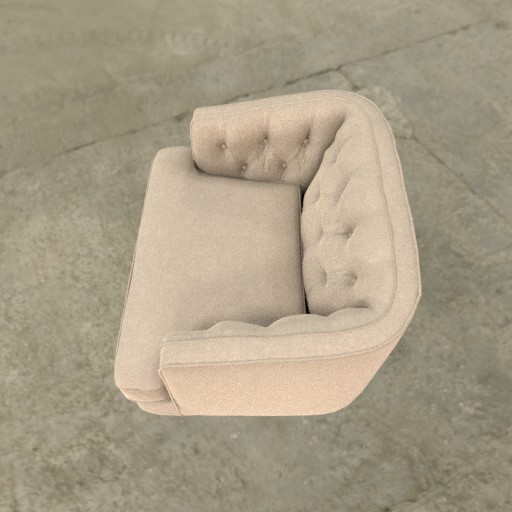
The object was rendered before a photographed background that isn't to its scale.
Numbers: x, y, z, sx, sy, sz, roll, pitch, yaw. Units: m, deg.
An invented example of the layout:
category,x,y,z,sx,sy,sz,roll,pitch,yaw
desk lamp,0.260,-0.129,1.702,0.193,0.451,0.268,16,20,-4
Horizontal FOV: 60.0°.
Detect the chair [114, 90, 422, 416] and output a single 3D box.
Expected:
category,x,y,z,sx,sy,sz,roll,pitch,yaw
chair,0.000,0.000,1.728,0.941,0.852,1.104,1,58,1
